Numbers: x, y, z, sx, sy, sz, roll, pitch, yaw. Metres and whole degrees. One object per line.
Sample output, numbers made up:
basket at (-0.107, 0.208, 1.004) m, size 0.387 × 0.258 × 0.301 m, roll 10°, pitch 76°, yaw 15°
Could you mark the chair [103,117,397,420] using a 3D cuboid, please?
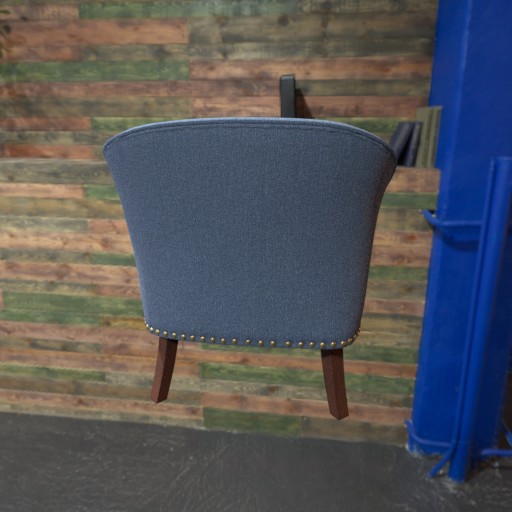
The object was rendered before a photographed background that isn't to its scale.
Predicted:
chair at (0.000, 0.000, 1.396) m, size 0.772 × 0.815 × 0.704 m, roll 2°, pitch 16°, yaw 9°
